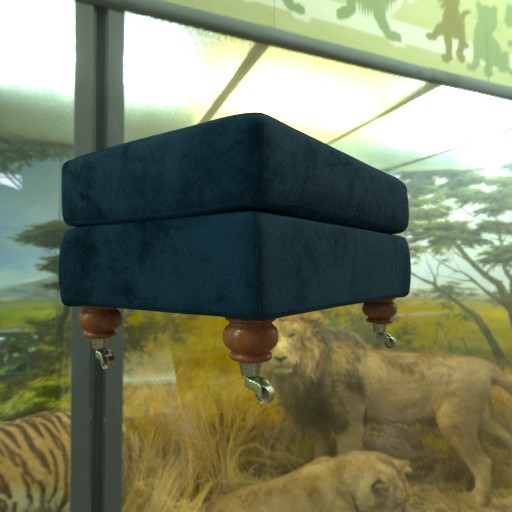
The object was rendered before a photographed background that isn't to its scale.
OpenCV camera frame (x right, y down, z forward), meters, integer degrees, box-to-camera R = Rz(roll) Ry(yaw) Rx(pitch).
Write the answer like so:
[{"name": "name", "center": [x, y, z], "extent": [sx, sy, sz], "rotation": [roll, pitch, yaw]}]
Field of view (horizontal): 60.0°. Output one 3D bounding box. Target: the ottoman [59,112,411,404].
[{"name": "ottoman", "center": [0.000, 0.000, 1.127], "extent": [0.572, 0.503, 0.773], "rotation": [-1, -2, 36]}]
